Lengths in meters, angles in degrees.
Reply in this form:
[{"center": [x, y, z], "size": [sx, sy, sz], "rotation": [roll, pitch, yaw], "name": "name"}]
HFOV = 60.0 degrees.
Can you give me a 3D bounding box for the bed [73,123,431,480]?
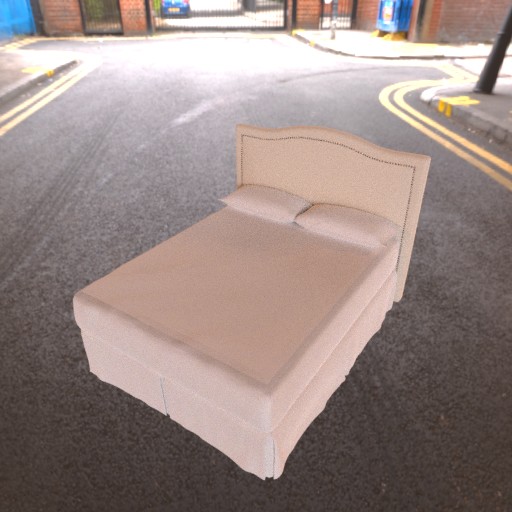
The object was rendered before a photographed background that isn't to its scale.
[{"center": [0.000, 0.000, 3.293], "size": [1.753, 1.460, 2.143], "rotation": [19, 36, 29], "name": "bed"}]
